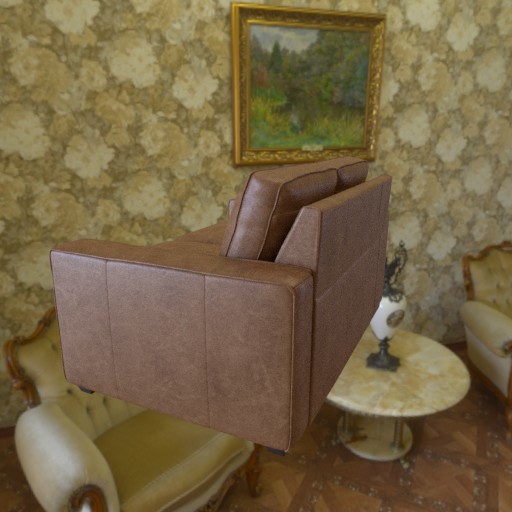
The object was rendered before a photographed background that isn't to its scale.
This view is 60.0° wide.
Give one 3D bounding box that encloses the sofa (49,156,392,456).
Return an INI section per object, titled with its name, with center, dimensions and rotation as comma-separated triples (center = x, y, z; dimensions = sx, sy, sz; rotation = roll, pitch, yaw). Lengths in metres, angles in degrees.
[sofa]
center = 0.000, 0.000, 2.110
dimensions = 1.020, 0.896, 1.532
rotation = 7, 17, 25
